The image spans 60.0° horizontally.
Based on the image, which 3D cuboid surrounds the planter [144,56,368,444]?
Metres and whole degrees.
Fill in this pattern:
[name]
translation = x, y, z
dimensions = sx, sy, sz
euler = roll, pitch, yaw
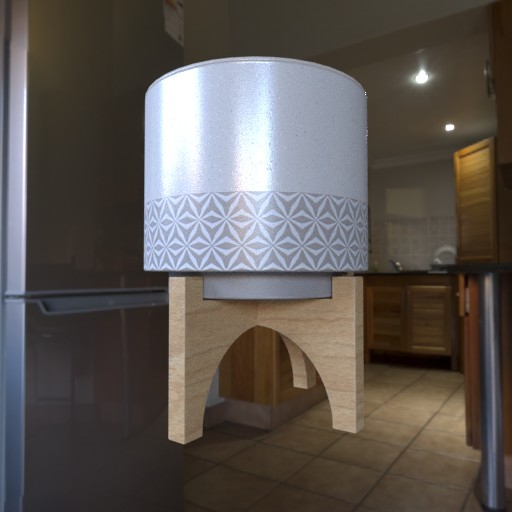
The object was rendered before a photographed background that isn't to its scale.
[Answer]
[planter]
translation = 0.000, 0.000, 0.507
dimensions = 0.249, 0.343, 0.249
euler = 0, -2, 0
